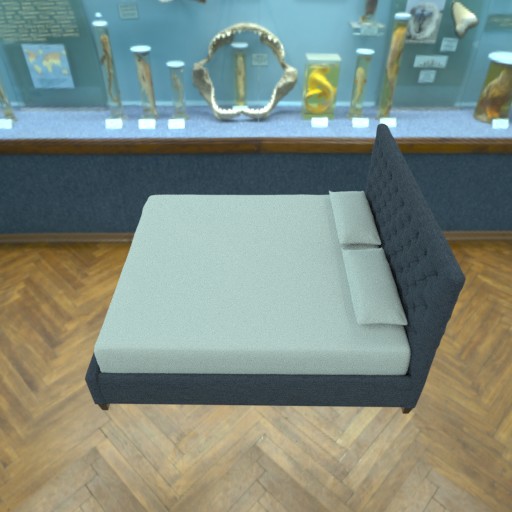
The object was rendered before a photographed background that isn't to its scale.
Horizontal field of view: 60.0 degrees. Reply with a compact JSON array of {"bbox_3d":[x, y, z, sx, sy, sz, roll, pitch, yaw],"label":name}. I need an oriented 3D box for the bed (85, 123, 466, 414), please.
[{"bbox_3d":[0.000,0.000,3.671,2.387,1.427,2.078,0,40,0],"label":"bed"}]
